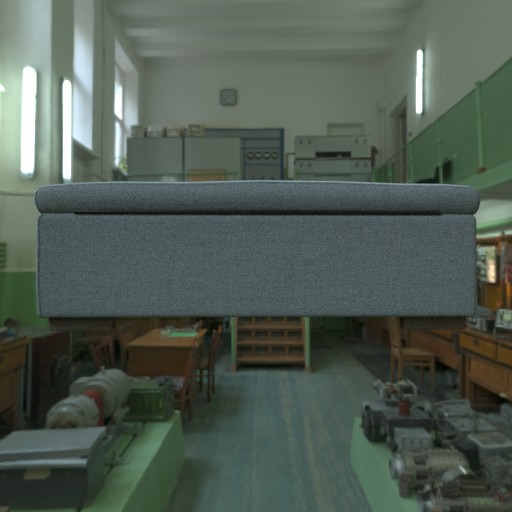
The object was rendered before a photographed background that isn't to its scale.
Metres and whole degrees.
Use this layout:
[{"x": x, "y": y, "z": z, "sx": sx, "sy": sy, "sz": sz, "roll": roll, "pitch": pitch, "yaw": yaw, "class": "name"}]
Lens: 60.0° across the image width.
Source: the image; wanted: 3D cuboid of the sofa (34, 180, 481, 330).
[{"x": 0.000, "y": 0.000, "z": 1.621, "sx": 1.250, "sy": 0.434, "sz": 0.817, "roll": 0, "pitch": -1, "yaw": -1, "class": "sofa"}]
